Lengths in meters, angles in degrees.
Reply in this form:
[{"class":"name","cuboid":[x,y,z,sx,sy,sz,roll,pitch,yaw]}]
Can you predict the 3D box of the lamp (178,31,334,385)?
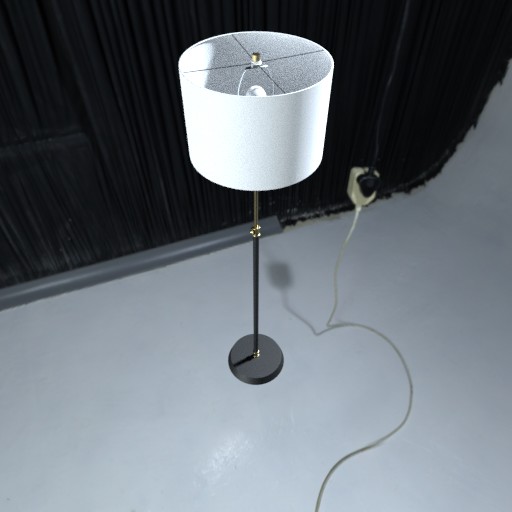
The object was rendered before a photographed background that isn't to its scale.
[{"class":"lamp","cuboid":[0.000,0.000,1.698,0.404,1.517,0.404,-15,48,-14]}]
